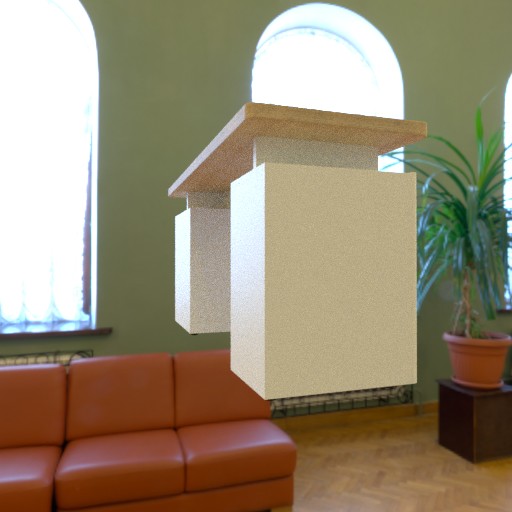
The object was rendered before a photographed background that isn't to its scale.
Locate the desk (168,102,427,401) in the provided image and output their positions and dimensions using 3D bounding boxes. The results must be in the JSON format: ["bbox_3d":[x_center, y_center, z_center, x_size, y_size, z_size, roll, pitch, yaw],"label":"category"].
[{"bbox_3d":[0.000,0.000,1.887,0.550,0.755,1.500,0,0,-19],"label":"desk"}]
